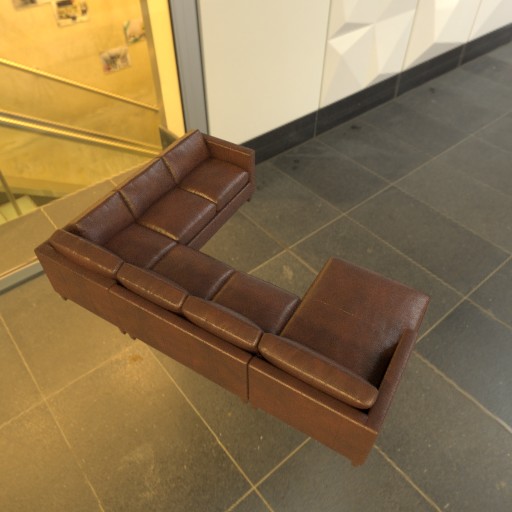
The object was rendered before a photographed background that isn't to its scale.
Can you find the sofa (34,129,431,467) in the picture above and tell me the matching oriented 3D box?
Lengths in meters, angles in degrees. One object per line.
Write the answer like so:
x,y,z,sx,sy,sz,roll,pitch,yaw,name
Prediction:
0.000,0.000,4.418,3.324,0.891,2.452,23,51,21,sofa
